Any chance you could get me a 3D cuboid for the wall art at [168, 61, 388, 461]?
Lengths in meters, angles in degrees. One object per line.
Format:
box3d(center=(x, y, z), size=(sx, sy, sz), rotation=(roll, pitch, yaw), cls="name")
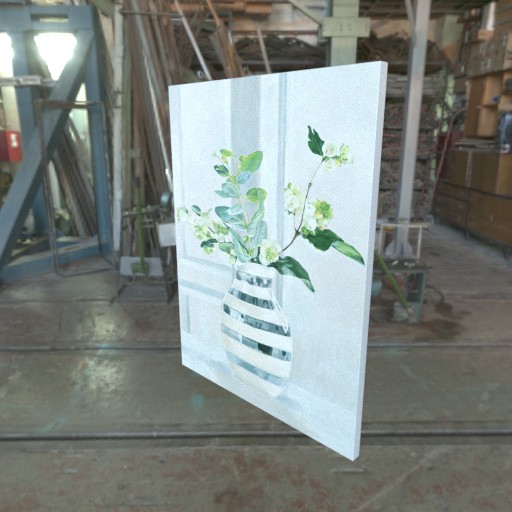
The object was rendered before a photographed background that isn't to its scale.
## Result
box3d(center=(0.000, 0.000, 1.605), size=(0.914, 1.212, 0.038), rotation=(14, 21, 42), cls="wall art")
